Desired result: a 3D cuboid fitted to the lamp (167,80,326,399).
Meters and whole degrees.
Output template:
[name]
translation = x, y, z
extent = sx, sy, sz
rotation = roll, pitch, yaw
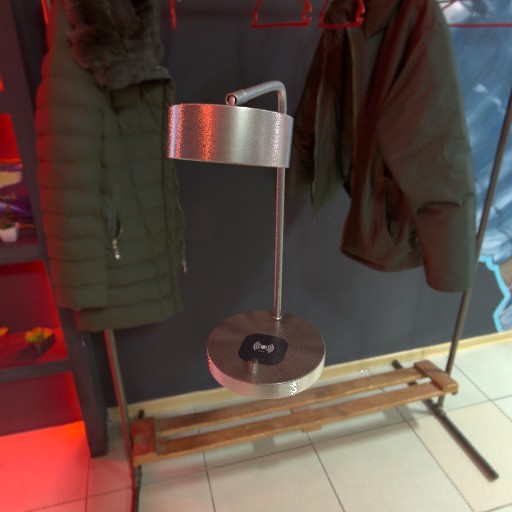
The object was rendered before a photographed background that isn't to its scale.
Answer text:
[lamp]
translation = 0.000, 0.000, 0.648
extent = 0.211, 0.469, 0.334
rotation = 8, 28, 15
